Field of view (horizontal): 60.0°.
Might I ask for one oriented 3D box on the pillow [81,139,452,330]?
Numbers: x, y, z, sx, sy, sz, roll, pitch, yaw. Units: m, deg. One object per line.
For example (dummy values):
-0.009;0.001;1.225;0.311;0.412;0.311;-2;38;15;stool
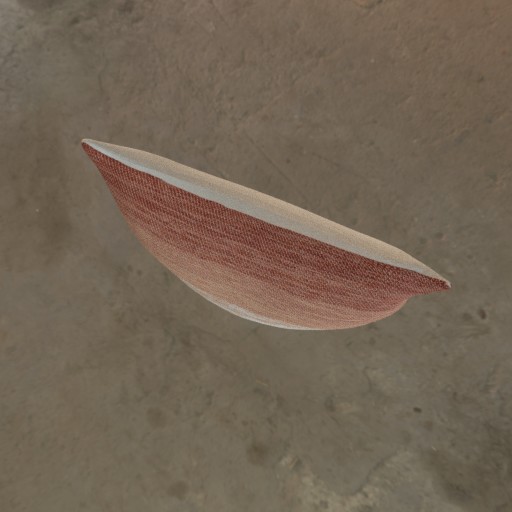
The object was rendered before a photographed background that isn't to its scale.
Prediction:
0.000;0.000;0.681;0.440;0.441;0.182;22;78;5;pillow
